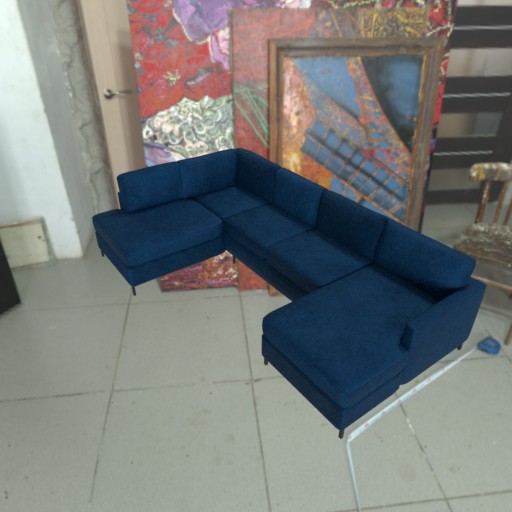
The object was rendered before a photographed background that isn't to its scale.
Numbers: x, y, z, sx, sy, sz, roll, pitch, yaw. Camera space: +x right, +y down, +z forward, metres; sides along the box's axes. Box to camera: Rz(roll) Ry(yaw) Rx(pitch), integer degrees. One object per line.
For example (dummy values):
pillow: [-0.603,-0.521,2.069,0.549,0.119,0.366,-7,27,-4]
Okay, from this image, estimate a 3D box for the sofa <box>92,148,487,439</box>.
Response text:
sofa: [0.000,0.000,4.266,2.055,0.992,3.434,-21,38,-30]
